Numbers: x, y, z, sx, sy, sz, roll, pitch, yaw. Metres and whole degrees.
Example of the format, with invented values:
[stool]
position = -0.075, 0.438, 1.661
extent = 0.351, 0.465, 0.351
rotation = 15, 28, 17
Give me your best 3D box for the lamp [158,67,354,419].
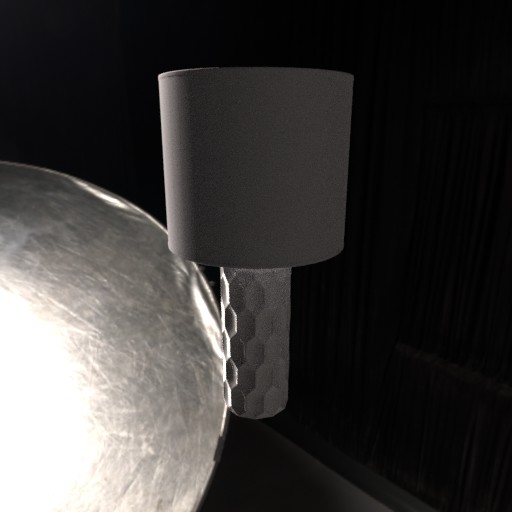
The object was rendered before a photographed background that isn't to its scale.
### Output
[lamp]
position = 0.000, 0.000, 0.717
extent = 0.277, 0.537, 0.277
rotation = -16, 23, -42
